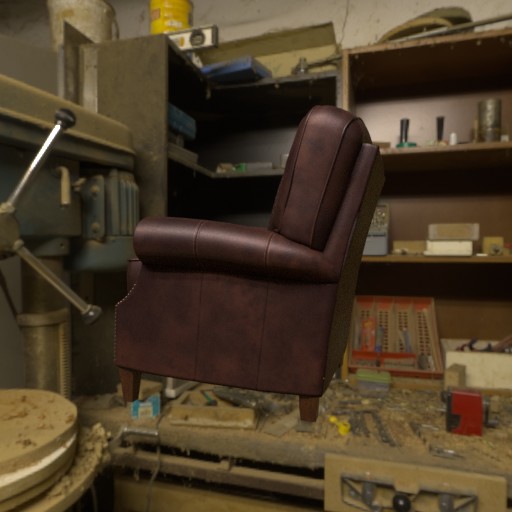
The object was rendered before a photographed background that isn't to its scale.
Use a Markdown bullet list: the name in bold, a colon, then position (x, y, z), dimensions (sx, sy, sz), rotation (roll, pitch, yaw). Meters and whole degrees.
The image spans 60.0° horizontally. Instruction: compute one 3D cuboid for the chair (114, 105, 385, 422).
- **chair**: position (0.000, 0.000, 1.794), dimensions (0.986, 1.018, 0.936), rotation (0, 1, 18)
